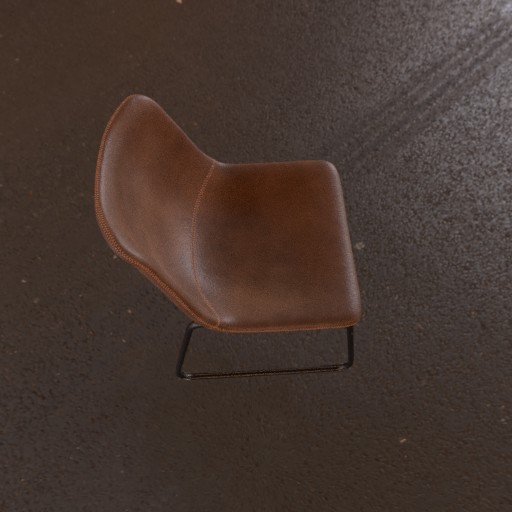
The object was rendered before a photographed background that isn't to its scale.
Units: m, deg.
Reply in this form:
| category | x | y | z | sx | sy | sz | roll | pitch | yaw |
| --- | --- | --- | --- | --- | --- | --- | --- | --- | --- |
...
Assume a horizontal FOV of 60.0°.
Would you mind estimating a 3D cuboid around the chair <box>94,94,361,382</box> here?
| category | x | y | z | sx | sy | sz | roll | pitch | yaw |
| --- | --- | --- | --- | --- | --- | --- | --- | --- | --- |
| chair | 0.000 | 0.000 | 1.110 | 0.551 | 0.780 | 0.460 | -3 | 65 | -1 |
